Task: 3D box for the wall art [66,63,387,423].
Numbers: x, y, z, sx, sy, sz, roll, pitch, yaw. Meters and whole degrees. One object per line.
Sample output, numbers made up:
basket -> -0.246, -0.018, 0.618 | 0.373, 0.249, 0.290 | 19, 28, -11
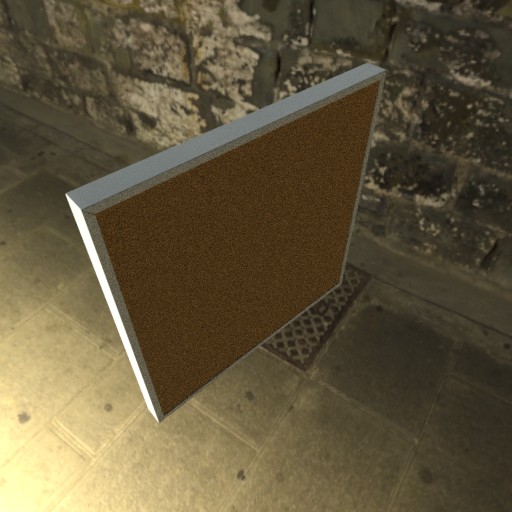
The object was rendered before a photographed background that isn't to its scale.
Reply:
wall art -> 0.000, 0.000, 0.759 | 0.508, 0.508, 0.037 | -32, 54, -28
